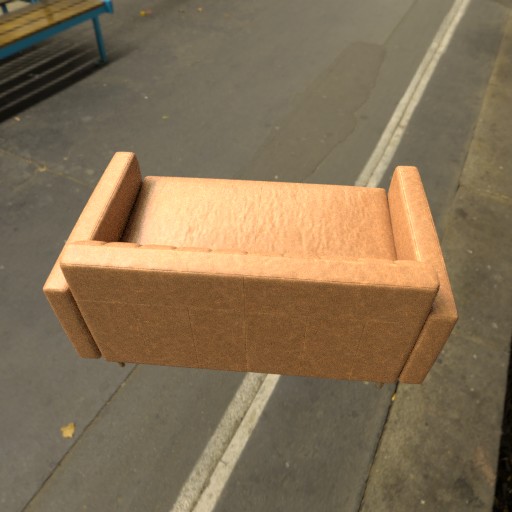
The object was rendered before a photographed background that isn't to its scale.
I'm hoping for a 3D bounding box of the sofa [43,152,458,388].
[{"bbox_3d":[0.000,0.000,2.097,1.549,0.820,0.960,4,47,3],"label":"sofa"}]
